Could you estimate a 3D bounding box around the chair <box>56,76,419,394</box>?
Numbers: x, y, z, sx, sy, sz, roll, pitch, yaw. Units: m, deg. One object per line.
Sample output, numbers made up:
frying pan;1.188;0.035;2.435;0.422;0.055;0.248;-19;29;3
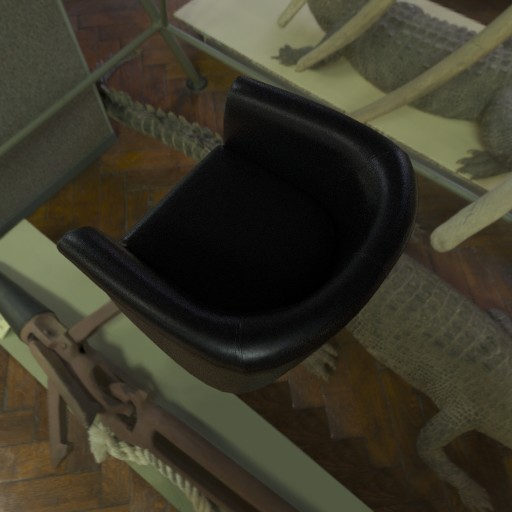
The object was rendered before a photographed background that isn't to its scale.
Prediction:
chair;0.000;0.000;1.381;0.727;0.756;0.793;35;68;16
